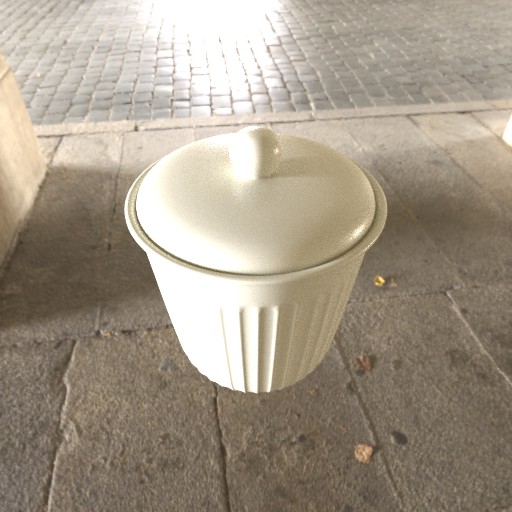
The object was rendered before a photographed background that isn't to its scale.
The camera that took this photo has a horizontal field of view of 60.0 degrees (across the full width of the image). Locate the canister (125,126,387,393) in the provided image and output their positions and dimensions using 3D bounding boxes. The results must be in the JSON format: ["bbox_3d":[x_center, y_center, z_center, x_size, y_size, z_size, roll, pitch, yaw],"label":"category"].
[{"bbox_3d":[0.000,0.000,0.351,0.181,0.211,0.181,0,41,0],"label":"canister"}]
